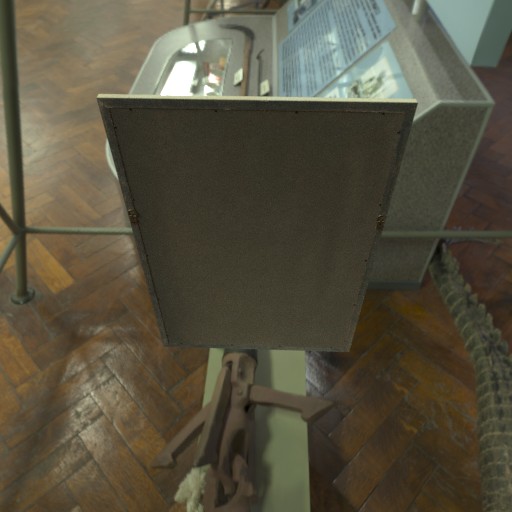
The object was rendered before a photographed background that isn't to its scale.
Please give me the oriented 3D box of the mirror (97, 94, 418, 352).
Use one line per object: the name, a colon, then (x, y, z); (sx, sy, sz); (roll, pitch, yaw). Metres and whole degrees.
mirror: (0.000, 0.000, 1.333); (0.705, 0.996, 0.025); (1, 46, 1)
